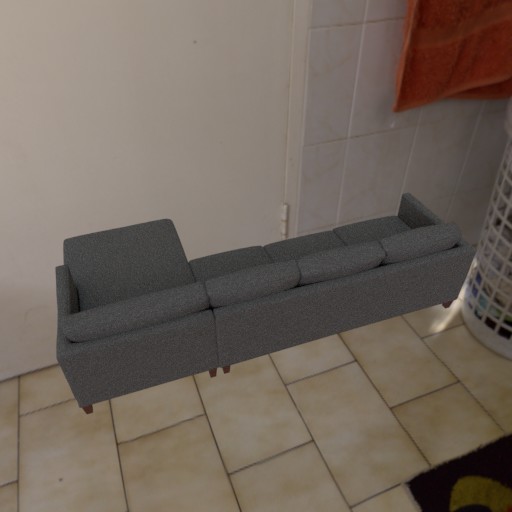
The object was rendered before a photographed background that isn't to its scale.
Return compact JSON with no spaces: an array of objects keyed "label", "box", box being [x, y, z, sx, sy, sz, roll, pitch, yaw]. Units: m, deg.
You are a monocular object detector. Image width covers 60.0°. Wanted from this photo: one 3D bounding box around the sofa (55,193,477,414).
[{"label":"sofa","box":[0.000,0.000,3.861,3.186,0.846,1.625,-13,42,-15]}]
